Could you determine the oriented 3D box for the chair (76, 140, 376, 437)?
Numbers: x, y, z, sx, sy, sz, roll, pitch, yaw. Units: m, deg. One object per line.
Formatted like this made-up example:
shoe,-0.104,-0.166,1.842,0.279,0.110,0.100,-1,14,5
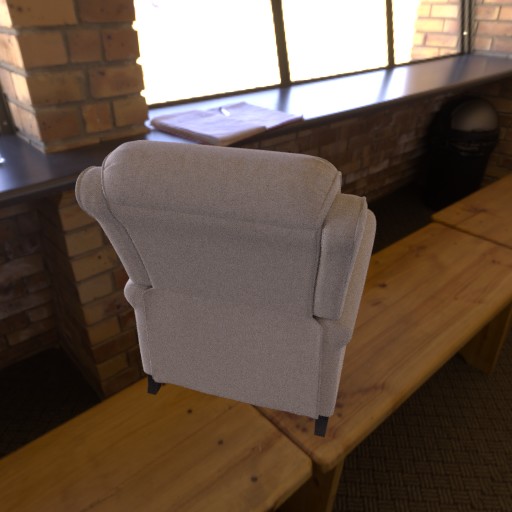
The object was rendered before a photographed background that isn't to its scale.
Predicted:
chair,0.000,0.000,1.719,0.859,1.046,0.919,9,32,14
